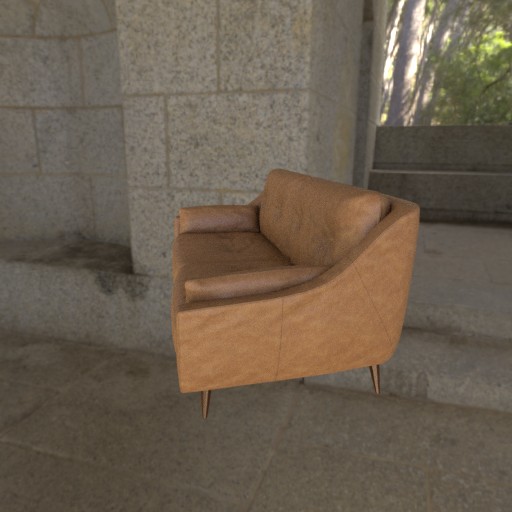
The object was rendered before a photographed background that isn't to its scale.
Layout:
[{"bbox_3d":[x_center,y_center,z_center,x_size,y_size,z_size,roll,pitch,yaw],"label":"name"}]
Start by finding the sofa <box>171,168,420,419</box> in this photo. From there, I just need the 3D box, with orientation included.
[{"bbox_3d":[0.000,0.000,2.381,0.904,0.839,1.902,-3,15,-10],"label":"sofa"}]
